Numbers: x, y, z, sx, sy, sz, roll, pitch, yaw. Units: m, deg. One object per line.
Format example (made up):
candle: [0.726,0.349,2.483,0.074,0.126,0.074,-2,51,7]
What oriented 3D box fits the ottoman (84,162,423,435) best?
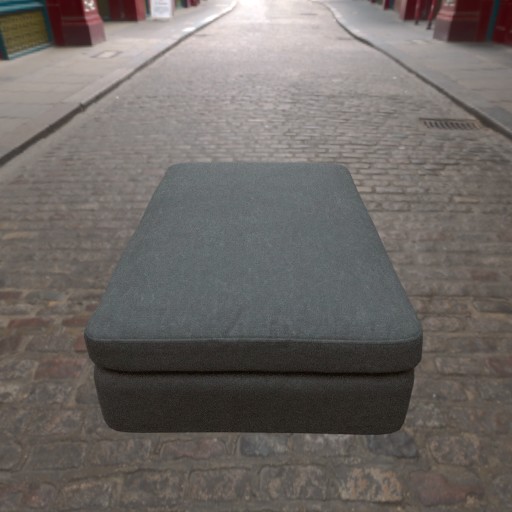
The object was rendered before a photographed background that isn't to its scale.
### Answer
ottoman: [0.000,0.000,1.594,0.840,0.429,1.199,0,32,1]
